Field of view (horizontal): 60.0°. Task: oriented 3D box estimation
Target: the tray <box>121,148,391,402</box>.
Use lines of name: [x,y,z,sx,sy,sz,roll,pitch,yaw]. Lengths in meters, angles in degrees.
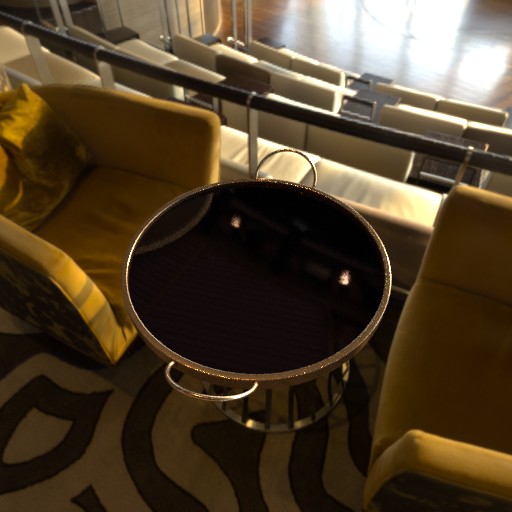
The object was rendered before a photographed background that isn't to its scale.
tray: [0.000,0.000,0.729,0.438,0.069,0.543,11,48,10]
